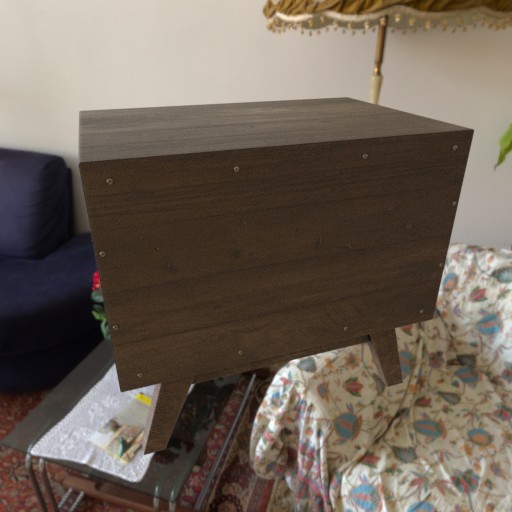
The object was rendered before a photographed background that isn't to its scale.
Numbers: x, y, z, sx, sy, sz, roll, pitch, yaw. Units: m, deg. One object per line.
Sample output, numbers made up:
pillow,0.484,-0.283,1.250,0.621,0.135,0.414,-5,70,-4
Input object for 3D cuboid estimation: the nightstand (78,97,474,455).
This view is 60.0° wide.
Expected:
nightstand,0.000,0.000,0.998,0.650,0.599,0.450,-9,28,-17
